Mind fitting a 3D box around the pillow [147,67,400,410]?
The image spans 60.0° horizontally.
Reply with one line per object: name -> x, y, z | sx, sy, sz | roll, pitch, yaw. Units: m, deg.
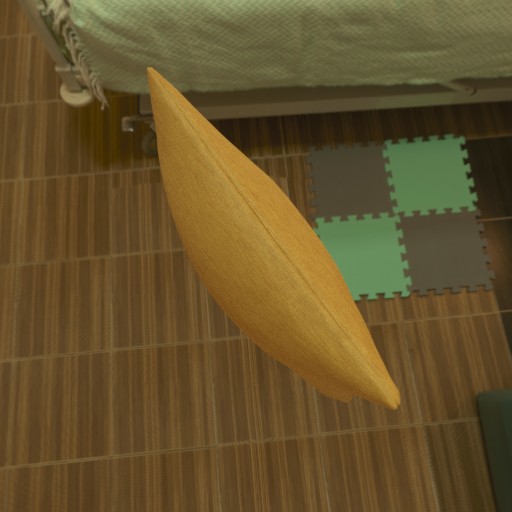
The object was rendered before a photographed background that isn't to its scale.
pillow -> 0.000, 0.000, 0.800 | 0.210, 0.354, 0.634 | -34, 77, -9
